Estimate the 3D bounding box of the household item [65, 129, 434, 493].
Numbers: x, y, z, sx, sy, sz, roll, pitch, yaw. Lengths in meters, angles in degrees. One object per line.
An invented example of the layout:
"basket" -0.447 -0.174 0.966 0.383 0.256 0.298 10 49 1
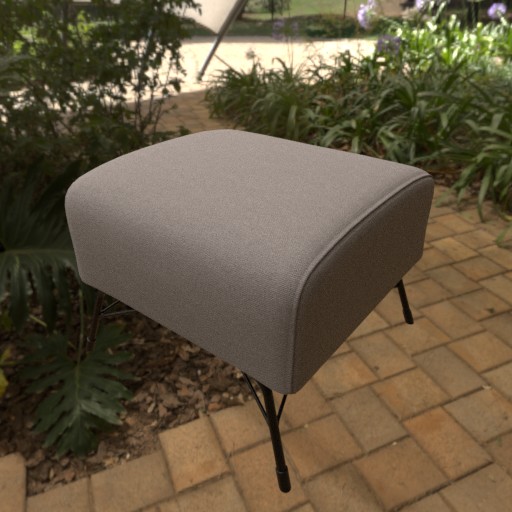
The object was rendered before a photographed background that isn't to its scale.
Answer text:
"household item" 0.000 0.000 0.892 0.530 0.410 0.530 21 36 32
